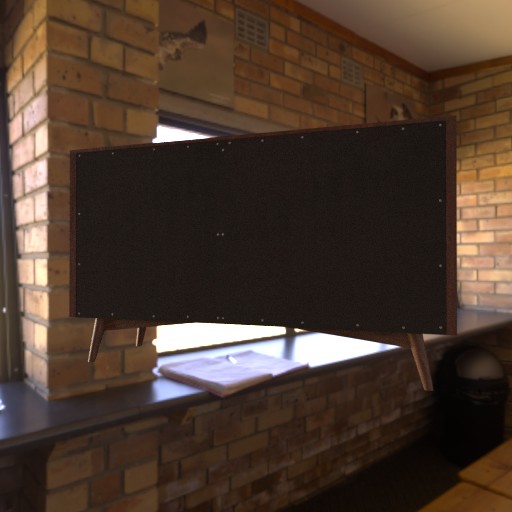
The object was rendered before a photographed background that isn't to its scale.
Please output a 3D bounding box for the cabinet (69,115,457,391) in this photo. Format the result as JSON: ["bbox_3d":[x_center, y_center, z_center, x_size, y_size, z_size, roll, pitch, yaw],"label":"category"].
[{"bbox_3d":[0.000,0.000,1.966,1.575,0.940,0.505,0,0,18],"label":"cabinet"}]
